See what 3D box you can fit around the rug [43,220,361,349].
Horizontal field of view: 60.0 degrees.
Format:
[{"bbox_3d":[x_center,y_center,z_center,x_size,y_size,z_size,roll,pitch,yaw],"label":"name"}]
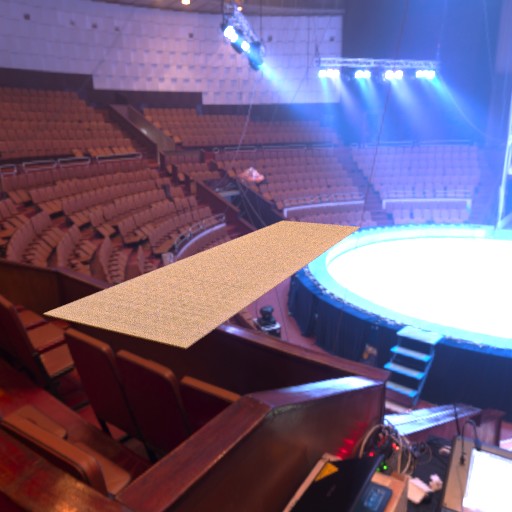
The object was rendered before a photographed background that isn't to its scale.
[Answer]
[{"bbox_3d":[0.000,0.000,2.677,0.686,0.006,2.437,7,16,25],"label":"rug"}]
